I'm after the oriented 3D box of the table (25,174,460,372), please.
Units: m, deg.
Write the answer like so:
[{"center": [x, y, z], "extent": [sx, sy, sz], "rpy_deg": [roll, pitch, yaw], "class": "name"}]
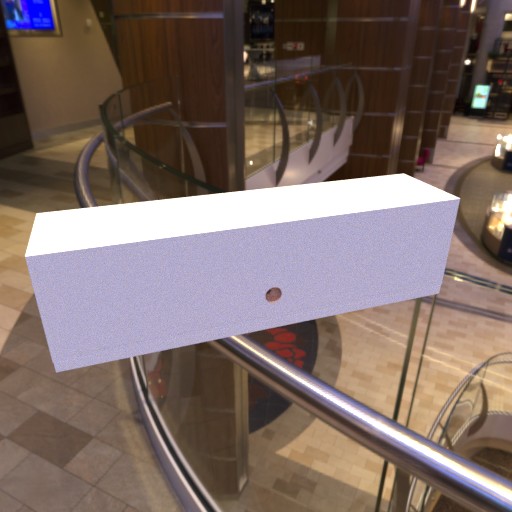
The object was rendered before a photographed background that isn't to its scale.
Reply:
[{"center": [0.000, 0.000, 1.774], "extent": [1.550, 0.440, 0.400], "rpy_deg": [-9, 28, -17], "class": "table"}]
